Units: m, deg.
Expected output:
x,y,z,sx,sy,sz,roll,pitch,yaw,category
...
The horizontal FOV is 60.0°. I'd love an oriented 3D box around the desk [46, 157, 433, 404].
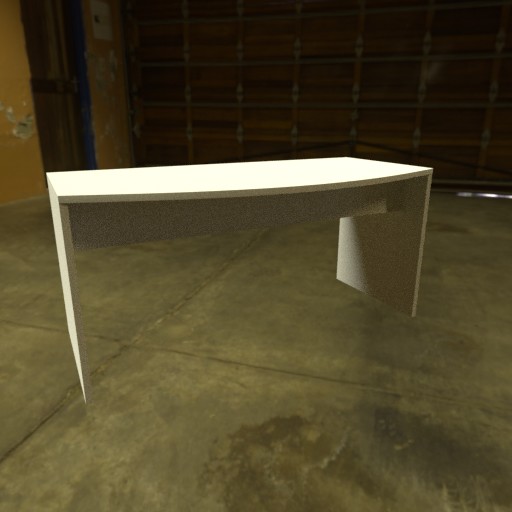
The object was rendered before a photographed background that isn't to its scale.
x,y,z,sx,sy,sz,roll,pitch,yaw,category
0.000,0.000,2.013,1.600,0.750,0.802,-9,20,-26,desk
